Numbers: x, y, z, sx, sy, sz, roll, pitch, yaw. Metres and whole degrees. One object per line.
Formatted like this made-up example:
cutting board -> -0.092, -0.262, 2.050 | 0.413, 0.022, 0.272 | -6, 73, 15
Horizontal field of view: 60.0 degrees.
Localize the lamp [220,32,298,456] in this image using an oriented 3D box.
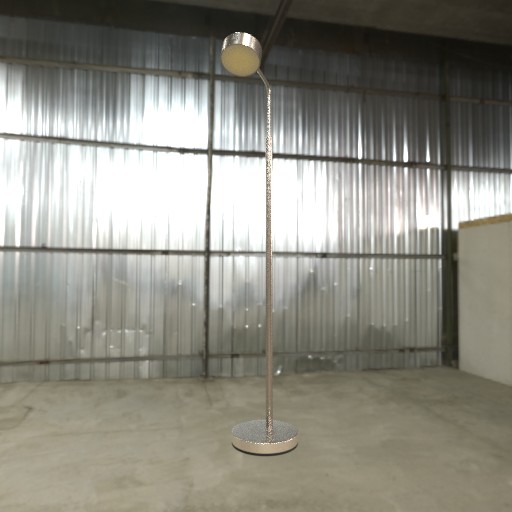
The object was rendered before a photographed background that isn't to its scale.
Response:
lamp -> 0.000, 0.000, 1.416 | 0.222, 1.250, 0.421 | -1, -2, 17
